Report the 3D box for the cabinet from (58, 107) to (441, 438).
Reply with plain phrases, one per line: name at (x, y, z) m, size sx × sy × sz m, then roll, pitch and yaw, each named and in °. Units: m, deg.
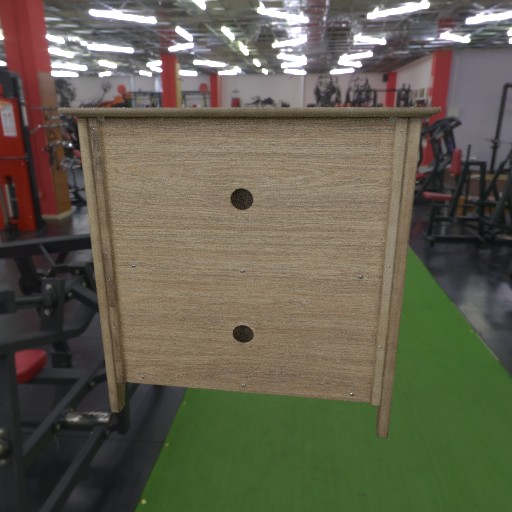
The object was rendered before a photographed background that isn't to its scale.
cabinet at (0.000, 0.000, 1.211) m, size 0.763 × 0.762 × 0.503 m, roll 2°, pitch 18°, yaw 8°
